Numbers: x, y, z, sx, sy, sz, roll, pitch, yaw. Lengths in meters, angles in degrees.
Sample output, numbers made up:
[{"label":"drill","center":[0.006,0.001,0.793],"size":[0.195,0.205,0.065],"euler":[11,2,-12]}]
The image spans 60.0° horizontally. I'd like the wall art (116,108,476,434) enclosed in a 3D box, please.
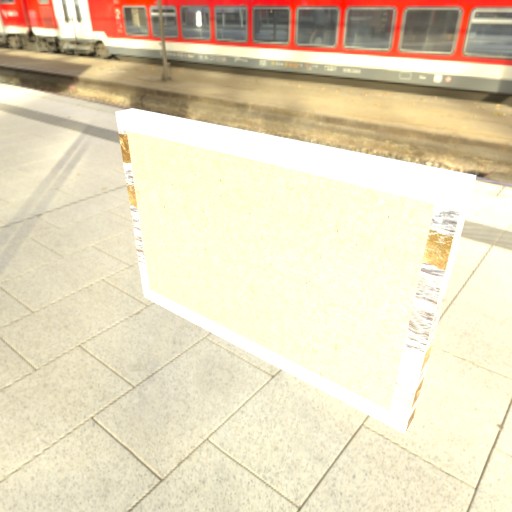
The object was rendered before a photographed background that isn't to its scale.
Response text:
[{"label":"wall art","center":[0.000,0.000,0.755],"size":[0.606,0.407,0.041],"euler":[21,36,31]}]
